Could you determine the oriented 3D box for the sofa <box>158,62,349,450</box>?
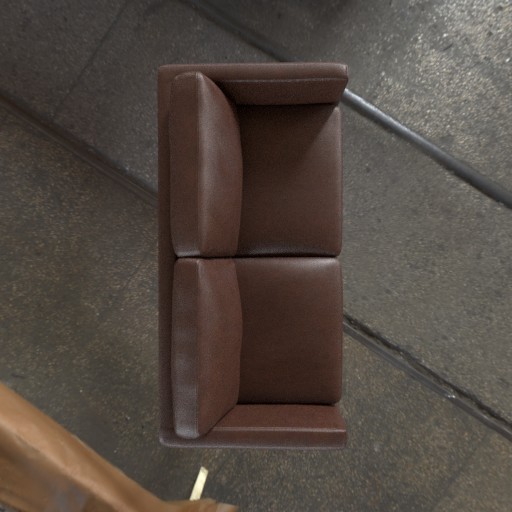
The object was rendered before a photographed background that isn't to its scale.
[{"bbox_3d":[0.000,0.000,2.426,0.951,0.933,1.883,0,91,2],"label":"sofa"}]
